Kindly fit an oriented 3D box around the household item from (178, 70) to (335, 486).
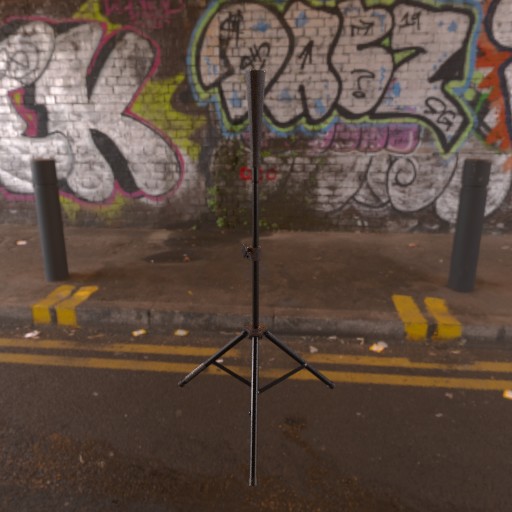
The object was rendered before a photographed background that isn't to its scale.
[{"bbox_3d":[0.000,0.000,1.395,0.559,1.067,0.559,-15,22,-42],"label":"household item"}]
